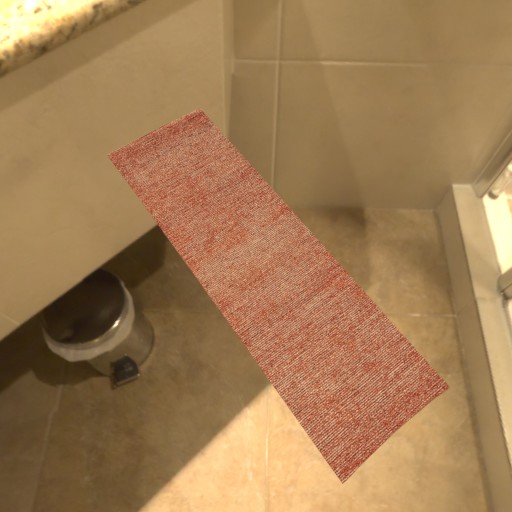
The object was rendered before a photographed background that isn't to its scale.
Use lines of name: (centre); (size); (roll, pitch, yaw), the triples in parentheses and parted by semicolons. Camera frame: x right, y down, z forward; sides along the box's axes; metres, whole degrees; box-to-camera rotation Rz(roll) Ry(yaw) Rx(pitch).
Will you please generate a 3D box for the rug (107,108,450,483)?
rug: (0.000, 0.000, 2.548); (0.718, 0.013, 2.353); (-32, 67, -16)
